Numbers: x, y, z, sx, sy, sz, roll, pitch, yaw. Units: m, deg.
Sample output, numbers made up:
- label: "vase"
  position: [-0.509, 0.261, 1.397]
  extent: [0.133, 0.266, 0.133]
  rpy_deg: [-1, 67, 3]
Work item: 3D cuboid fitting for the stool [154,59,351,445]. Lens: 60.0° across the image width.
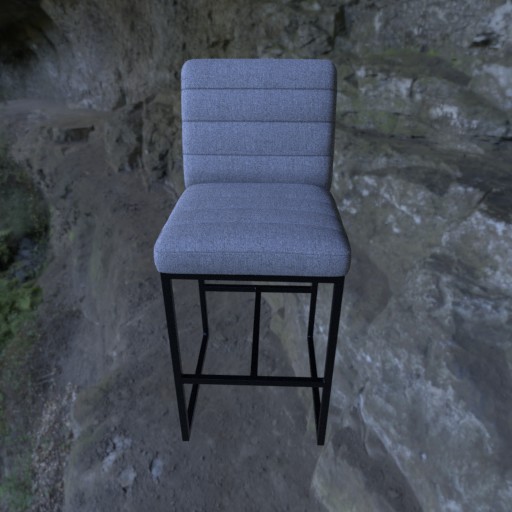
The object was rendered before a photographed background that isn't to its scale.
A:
- label: "stool"
  position: [0.000, 0.000, 1.328]
  extent: [0.459, 1.034, 0.571]
  rpy_deg: [1, 30, 2]
